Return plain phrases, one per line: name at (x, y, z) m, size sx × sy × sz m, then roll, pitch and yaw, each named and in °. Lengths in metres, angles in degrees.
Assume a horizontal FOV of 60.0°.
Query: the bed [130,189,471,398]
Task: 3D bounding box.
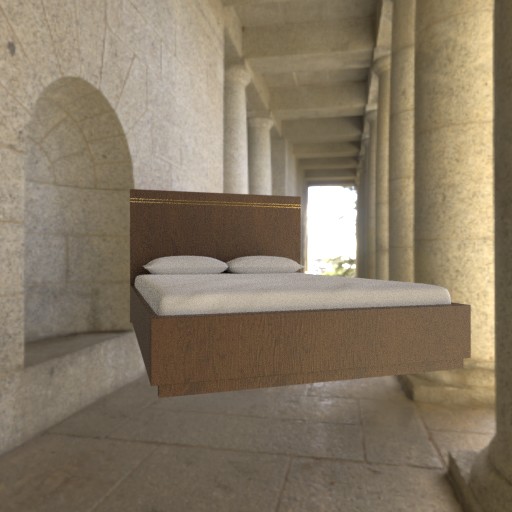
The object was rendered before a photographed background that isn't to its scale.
bed at (0.000, 0.000, 3.097) m, size 1.613 × 1.169 × 2.221 m, roll 0°, pitch 0°, yaw -18°
